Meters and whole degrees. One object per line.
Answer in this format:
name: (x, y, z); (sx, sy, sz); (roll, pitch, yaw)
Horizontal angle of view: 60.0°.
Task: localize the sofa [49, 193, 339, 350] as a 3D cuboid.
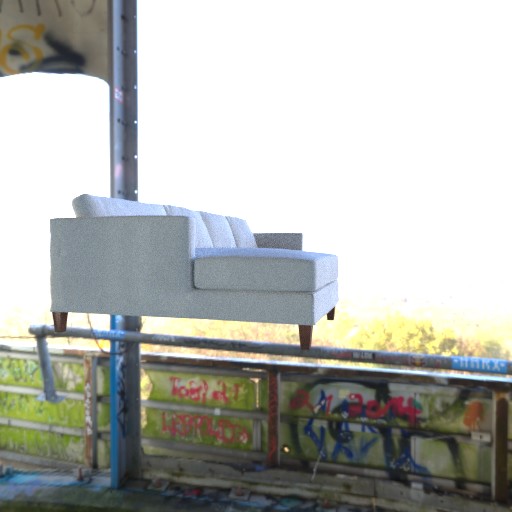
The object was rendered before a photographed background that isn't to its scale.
sofa: (0.000, 0.000, 3.915); (1.625, 0.861, 3.186); (0, 1, 17)
